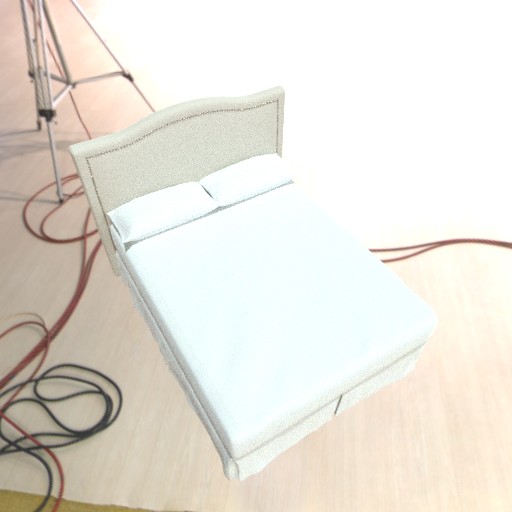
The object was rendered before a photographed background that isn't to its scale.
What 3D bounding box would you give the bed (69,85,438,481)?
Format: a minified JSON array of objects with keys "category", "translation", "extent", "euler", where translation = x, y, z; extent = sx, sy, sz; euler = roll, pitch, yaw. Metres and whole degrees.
[{"category":"bed","translation":[0.000,0.000,3.196],"extent":[1.753,1.460,2.143],"euler":[-24,51,-21]}]
